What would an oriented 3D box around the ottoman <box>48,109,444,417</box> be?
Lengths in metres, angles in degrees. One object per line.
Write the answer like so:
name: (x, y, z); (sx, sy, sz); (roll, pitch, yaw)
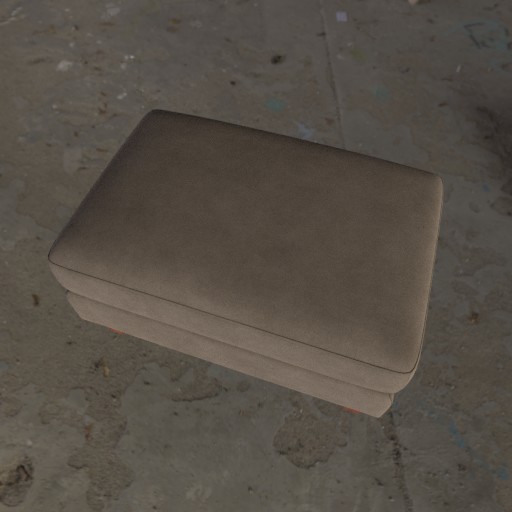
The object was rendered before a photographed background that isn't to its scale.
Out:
ottoman: (0.000, 0.000, 1.220); (0.864, 0.483, 0.584); (16, 59, 10)
